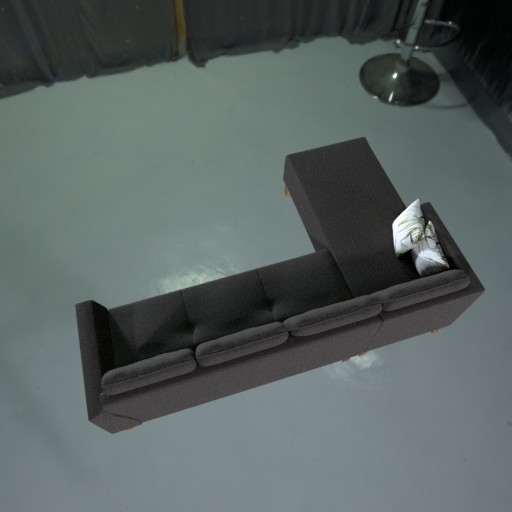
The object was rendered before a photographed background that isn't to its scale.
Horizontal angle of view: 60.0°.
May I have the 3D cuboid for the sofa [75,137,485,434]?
[{"bbox_3d":[0.000,0.000,3.470,2.679,0.932,1.829,-15,61,-9],"label":"sofa"}]
